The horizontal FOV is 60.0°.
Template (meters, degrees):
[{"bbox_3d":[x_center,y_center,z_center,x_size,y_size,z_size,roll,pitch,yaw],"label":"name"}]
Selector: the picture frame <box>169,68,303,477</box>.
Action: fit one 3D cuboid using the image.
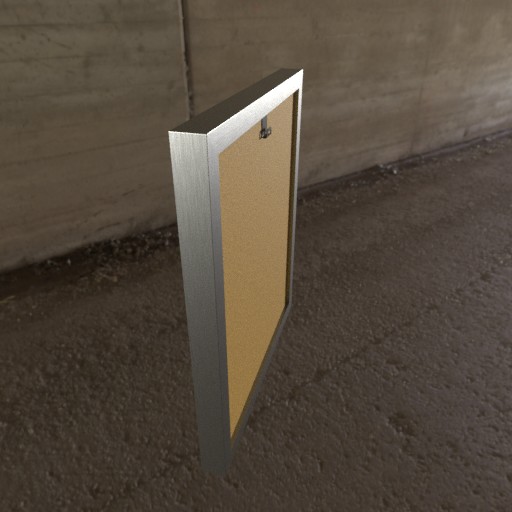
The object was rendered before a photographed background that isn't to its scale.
[{"bbox_3d":[0.000,0.000,1.365,0.073,0.968,0.839,9,31,14],"label":"picture frame"}]
